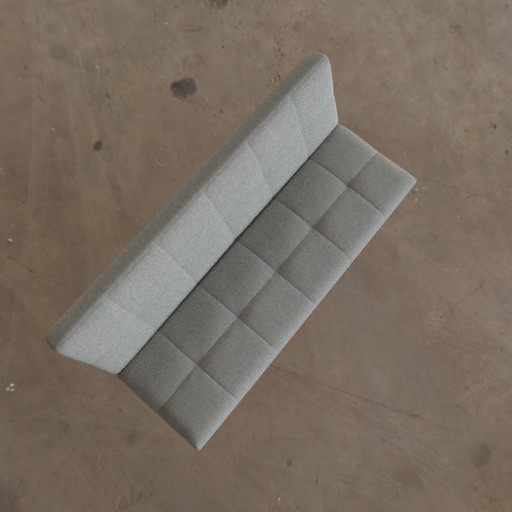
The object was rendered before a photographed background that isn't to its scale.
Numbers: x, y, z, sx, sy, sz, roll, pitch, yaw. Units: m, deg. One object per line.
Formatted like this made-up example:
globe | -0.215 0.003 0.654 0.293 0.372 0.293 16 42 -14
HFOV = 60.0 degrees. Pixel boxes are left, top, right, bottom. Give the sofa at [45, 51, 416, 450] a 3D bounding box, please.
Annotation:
sofa | 0.000 0.000 2.269 0.800 0.800 1.820 39 80 8
